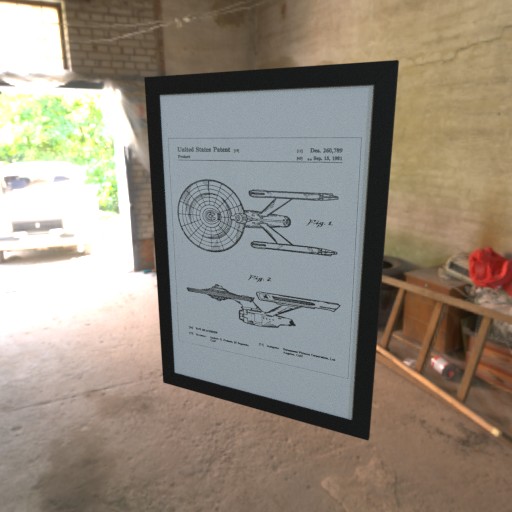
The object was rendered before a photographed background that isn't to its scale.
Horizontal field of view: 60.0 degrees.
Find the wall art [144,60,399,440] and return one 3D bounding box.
[{"bbox_3d":[0.000,0.000,0.680,0.379,0.530,0.008,7,17,24],"label":"wall art"}]
